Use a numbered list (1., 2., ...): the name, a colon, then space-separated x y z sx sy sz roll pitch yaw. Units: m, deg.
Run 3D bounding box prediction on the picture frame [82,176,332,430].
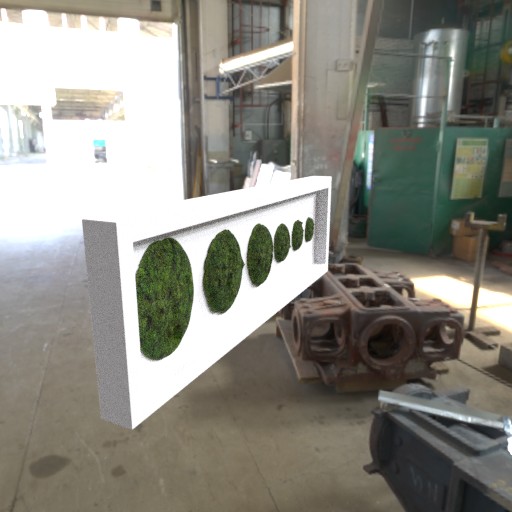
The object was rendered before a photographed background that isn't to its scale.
1. picture frame: 0.000 0.000 0.836 0.050 0.250 0.759 7 16 26
